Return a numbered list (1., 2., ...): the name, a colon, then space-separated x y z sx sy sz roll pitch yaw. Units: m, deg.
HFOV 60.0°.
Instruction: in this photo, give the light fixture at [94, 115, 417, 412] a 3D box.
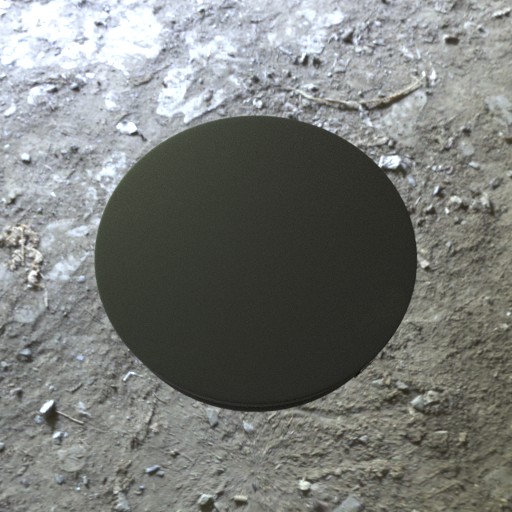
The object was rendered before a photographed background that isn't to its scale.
1. light fixture: 0.000 0.000 0.536 0.356 0.102 0.356 0 64 0
